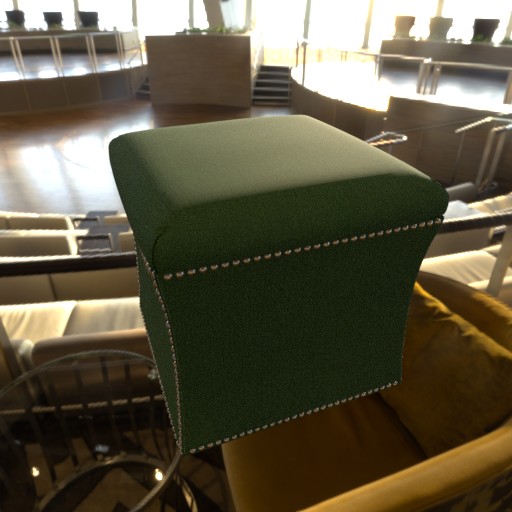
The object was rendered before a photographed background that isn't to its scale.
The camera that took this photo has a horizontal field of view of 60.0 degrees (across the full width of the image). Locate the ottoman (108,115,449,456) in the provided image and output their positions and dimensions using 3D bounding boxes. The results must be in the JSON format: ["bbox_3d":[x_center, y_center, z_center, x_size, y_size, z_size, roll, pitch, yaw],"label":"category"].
[{"bbox_3d":[0.000,0.000,0.919,0.497,0.475,0.507,-11,33,-18],"label":"ottoman"}]
